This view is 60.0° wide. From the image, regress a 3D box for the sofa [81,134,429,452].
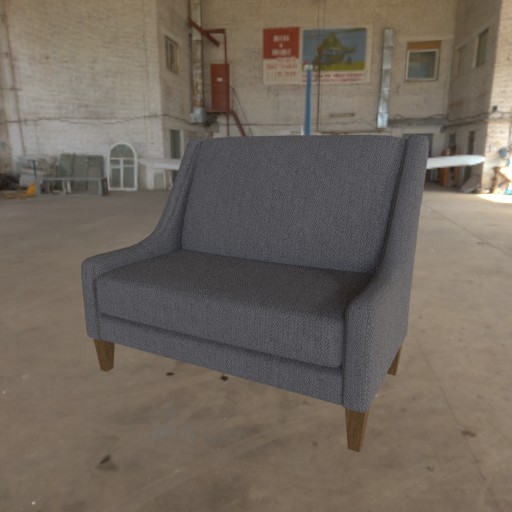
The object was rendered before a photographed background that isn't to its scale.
[{"bbox_3d":[0.000,0.000,1.912,1.242,1.022,0.873,7,15,27],"label":"sofa"}]
